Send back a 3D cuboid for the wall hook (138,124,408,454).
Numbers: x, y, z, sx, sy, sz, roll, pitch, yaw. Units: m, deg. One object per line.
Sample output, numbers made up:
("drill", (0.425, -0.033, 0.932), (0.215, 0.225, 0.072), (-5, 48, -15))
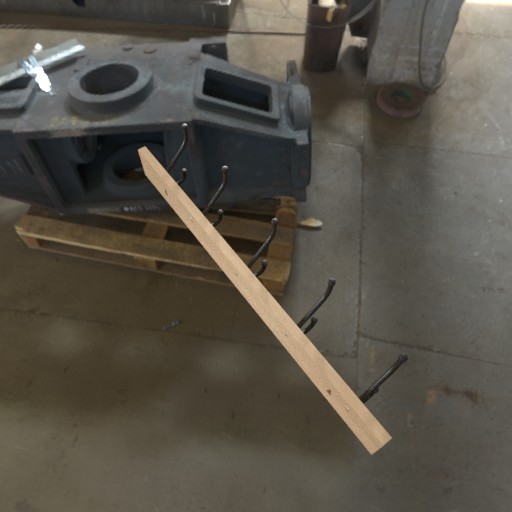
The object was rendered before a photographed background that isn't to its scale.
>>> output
("wall hook", (0.000, 0.000, 0.628), (0.071, 0.117, 0.571), (-32, 63, -19))
